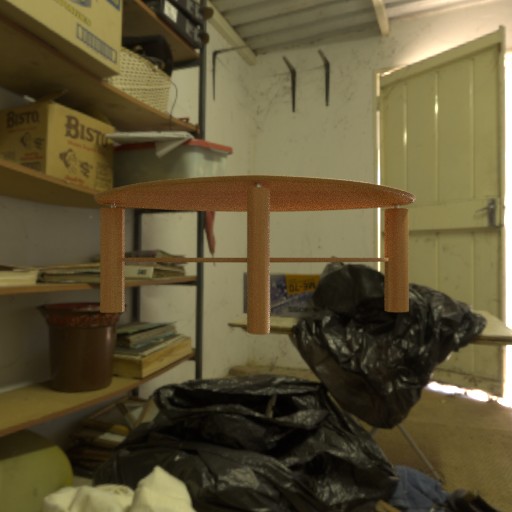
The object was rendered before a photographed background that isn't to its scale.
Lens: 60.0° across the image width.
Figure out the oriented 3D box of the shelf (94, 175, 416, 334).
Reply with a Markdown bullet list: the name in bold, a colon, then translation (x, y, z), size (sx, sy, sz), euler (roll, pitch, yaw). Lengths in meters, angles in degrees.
- **shelf**: translation (0.000, 0.000, 1.633), size (1.246, 0.440, 0.845), euler (0, 0, -1)
